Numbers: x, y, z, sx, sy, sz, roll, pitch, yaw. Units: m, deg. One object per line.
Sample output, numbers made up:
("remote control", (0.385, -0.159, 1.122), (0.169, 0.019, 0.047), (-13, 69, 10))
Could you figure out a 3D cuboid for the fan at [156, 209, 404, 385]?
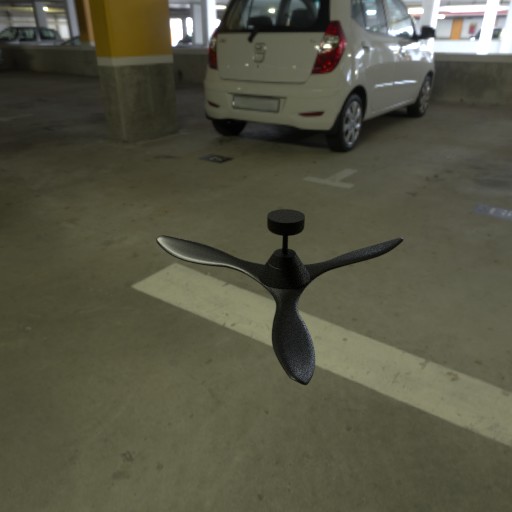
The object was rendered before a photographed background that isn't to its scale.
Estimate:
("fan", (0.000, 0.000, 1.678), (1.067, 0.305, 1.067), (8, 28, 16))
